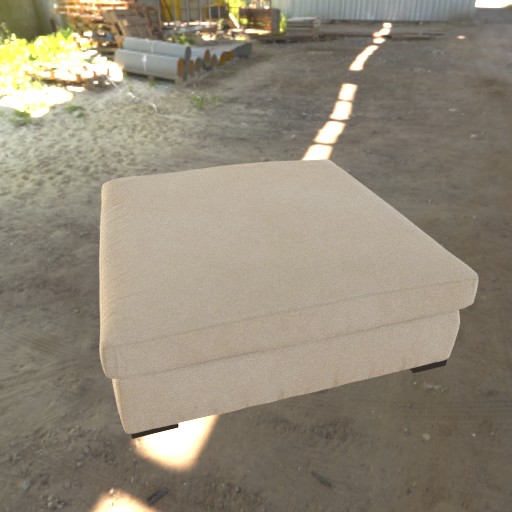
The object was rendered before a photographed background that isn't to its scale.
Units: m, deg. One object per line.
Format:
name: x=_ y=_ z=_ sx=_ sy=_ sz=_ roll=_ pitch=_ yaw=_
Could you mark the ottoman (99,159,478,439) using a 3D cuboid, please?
ottoman: x=0.000 y=0.000 z=1.843 sx=1.205 sy=0.522 sz=1.190 roll=-9 pitch=32 yaw=-14
